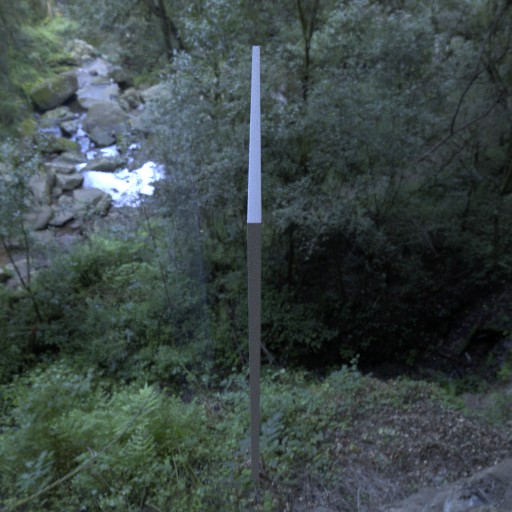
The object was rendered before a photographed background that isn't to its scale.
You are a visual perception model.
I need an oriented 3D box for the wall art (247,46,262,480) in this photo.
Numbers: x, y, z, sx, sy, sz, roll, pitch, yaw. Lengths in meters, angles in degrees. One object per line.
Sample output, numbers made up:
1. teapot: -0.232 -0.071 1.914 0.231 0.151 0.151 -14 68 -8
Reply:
1. wall art: 0.000 0.000 0.828 0.015 0.577 0.572 0 41 0
